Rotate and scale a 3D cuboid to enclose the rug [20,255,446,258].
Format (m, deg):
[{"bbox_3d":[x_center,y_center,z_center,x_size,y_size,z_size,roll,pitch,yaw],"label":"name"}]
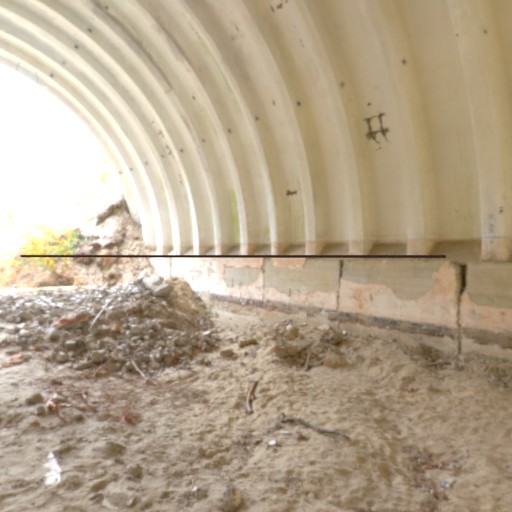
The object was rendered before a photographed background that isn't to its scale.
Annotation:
[{"bbox_3d":[0.000,0.000,4.075,3.032,0.020,2.411,0,0,18],"label":"rug"}]
